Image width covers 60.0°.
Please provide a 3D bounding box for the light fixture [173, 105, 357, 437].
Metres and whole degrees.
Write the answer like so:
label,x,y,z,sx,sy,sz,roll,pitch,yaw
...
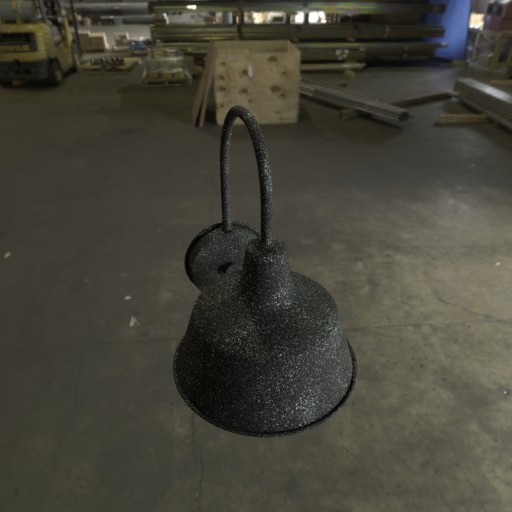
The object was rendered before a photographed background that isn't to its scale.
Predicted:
label,x,y,z,sx,sy,sz,roll,pitch,yaw
light fixture,0.000,0.000,0.488,0.216,0.300,0.283,-10,34,-15
